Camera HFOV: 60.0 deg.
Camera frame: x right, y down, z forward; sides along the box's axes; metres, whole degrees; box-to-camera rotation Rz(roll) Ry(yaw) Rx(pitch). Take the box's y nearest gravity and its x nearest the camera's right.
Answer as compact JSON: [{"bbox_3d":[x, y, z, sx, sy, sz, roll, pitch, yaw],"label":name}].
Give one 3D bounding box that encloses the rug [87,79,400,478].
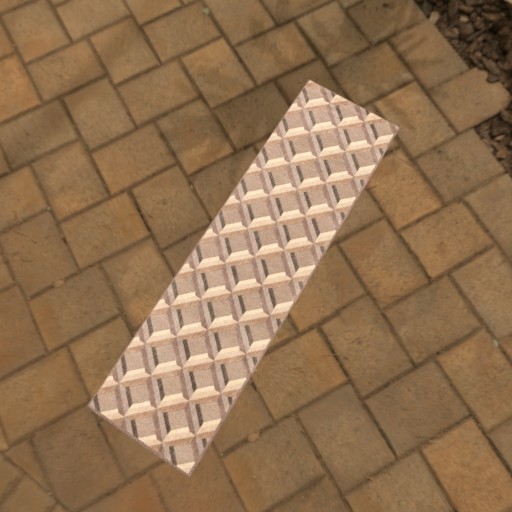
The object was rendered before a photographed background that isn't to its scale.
[{"bbox_3d":[0.000,0.000,2.646,0.685,0.013,2.437,31,78,8],"label":"rug"}]
